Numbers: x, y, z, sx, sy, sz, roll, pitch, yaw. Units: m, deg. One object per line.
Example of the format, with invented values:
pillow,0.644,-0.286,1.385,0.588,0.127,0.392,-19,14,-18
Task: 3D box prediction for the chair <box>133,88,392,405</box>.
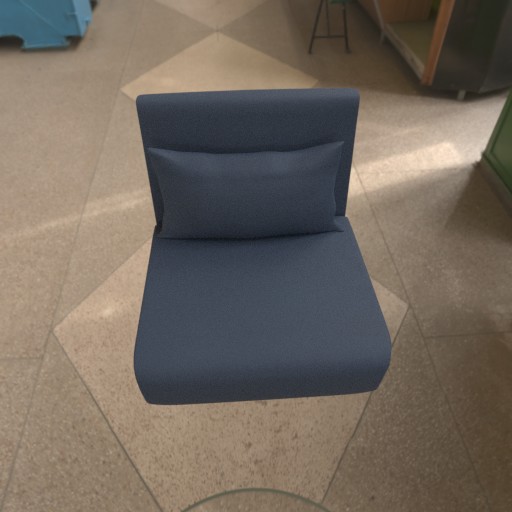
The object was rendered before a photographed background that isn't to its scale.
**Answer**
chair,0.000,0.000,1.529,0.770,0.808,0.900,-3,47,-3
